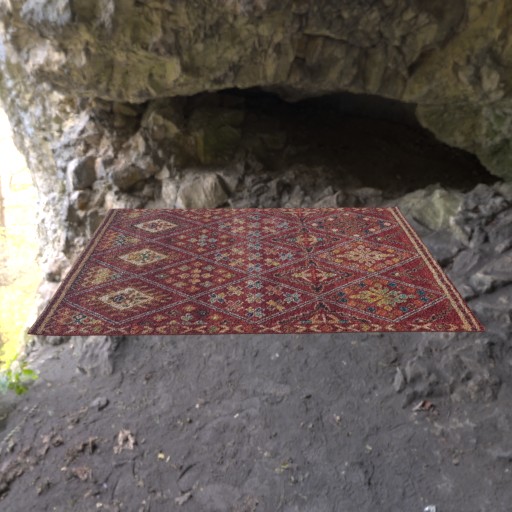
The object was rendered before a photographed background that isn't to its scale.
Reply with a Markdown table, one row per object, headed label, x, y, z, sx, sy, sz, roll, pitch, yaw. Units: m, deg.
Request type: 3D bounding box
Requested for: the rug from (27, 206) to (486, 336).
| label | x | y | z | sx | sy | sz | roll | pitch | yaw |
| --- | --- | --- | --- | --- | --- | --- | --- | --- | --- |
| rug | 0.000 | 0.000 | 2.851 | 2.286 | 0.026 | 1.521 | 0 | 30 | -1 |
